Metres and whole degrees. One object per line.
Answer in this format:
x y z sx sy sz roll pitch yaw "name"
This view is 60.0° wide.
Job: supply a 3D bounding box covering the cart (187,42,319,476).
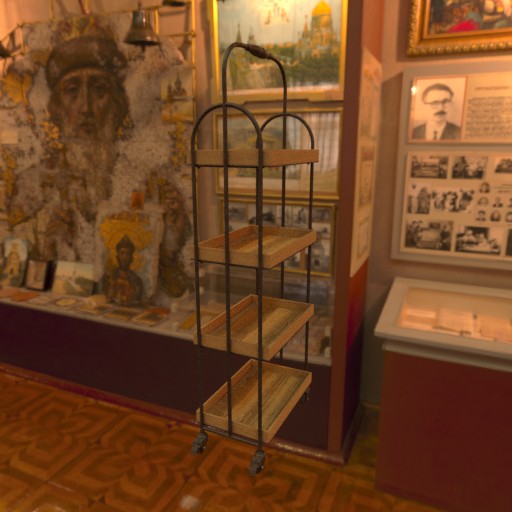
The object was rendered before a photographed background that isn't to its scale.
0.000 0.000 1.692 0.308 1.481 0.581 7 16 25 "cart"
